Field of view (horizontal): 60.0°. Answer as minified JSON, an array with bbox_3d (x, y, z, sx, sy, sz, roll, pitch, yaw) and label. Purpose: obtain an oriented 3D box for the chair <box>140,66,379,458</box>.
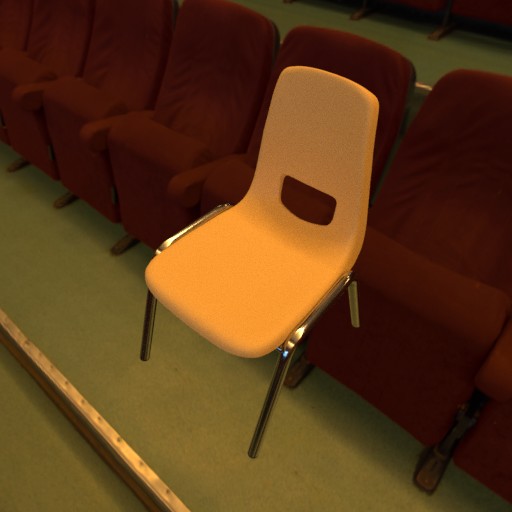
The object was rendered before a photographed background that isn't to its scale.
[{"bbox_3d":[0.000,0.000,0.851,0.354,0.586,0.423,31,53,28],"label":"chair"}]
